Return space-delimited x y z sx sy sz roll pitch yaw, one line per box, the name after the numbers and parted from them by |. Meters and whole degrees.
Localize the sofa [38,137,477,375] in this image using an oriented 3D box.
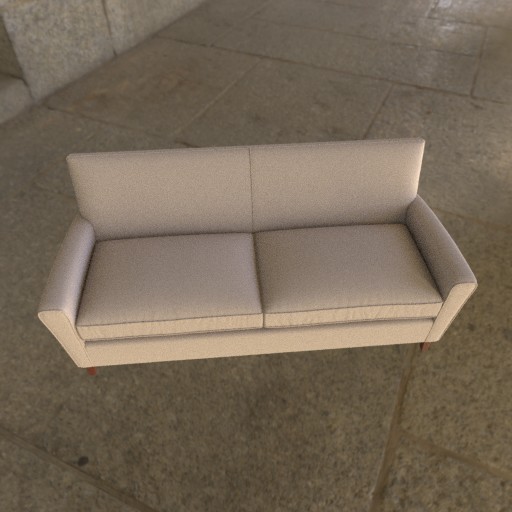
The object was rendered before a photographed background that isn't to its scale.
0.000 0.000 2.380 2.000 0.846 0.875 -3 47 -3 | sofa
